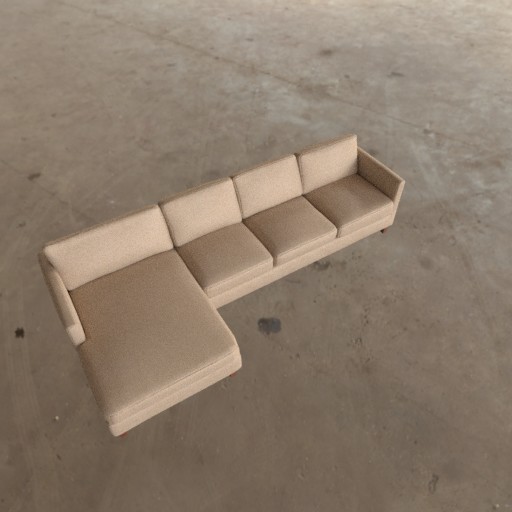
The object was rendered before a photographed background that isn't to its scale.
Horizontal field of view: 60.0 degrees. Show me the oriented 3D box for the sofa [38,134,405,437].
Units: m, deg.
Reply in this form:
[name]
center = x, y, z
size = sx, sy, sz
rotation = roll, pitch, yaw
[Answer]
[sofa]
center = 0.000, 0.000, 3.799
size = 3.201, 0.876, 1.502
rotation = -24, 51, -21
